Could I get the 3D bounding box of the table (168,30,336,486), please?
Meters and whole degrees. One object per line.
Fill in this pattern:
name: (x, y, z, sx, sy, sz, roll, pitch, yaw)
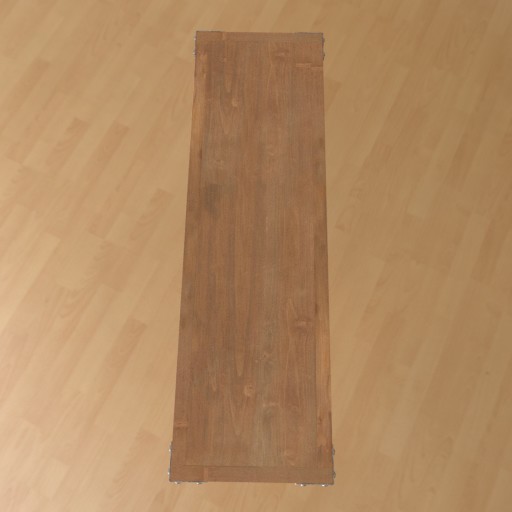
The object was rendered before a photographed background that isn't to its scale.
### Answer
table: (0.000, 0.000, 1.746, 0.467, 0.711, 1.487, 1, 76, 0)
